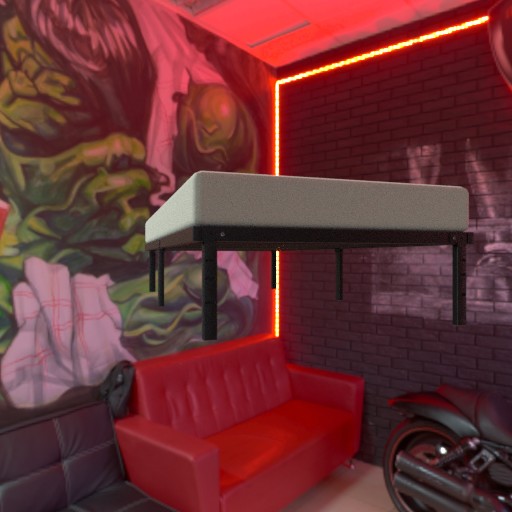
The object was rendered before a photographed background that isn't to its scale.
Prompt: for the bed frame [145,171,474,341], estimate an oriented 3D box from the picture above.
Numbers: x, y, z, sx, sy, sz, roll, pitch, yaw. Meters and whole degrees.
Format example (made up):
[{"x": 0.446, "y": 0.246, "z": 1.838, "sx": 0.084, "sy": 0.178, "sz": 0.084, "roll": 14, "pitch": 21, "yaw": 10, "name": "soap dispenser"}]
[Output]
[{"x": 0.000, "y": 0.000, "z": 3.194, "sx": 1.393, "sy": 0.680, "sz": 2.635, "roll": 0, "pitch": 0, "yaw": -18, "name": "bed frame"}]
